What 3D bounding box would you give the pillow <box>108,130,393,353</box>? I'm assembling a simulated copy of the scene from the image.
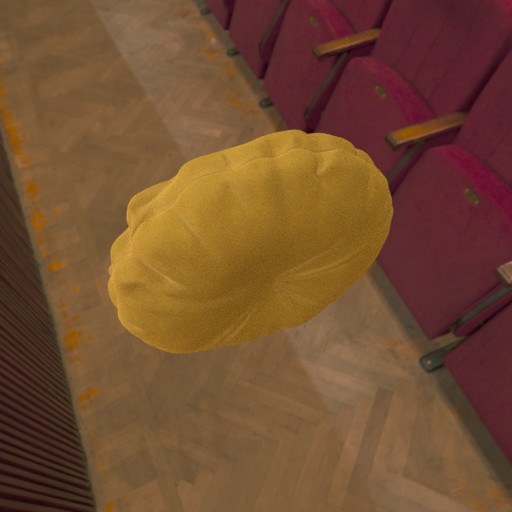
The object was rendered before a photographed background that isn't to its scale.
[{"bbox_3d":[0.000,0.000,0.647,0.428,0.407,0.148,-18,58,-12],"label":"pillow"}]
